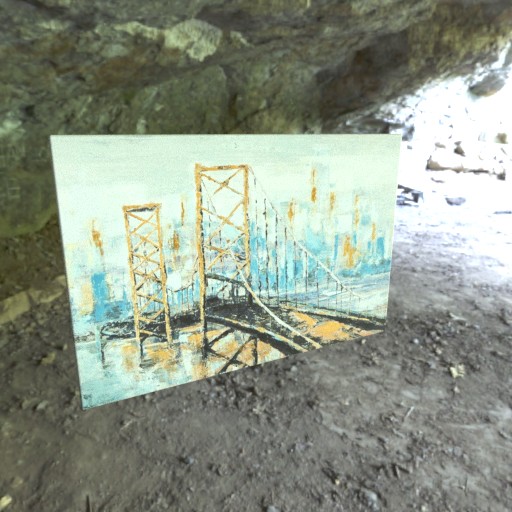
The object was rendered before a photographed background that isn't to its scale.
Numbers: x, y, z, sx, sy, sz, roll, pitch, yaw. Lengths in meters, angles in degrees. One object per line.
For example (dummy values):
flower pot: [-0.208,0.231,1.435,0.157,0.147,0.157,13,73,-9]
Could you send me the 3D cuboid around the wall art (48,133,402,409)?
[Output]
wall art: [0.000,0.000,1.150,0.913,0.609,0.038,-8,18,-26]
